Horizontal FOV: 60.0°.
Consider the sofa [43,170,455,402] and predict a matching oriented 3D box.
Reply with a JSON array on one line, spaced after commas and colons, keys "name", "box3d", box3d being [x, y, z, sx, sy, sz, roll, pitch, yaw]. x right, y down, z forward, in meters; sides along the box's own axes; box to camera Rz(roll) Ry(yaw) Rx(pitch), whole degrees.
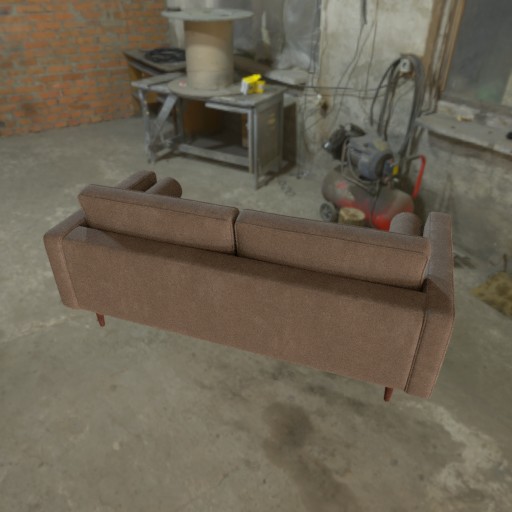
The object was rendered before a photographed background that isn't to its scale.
[{"name": "sofa", "box3d": [0.000, 0.000, 2.305, 1.883, 0.769, 0.920, 11, 35, 16]}]
